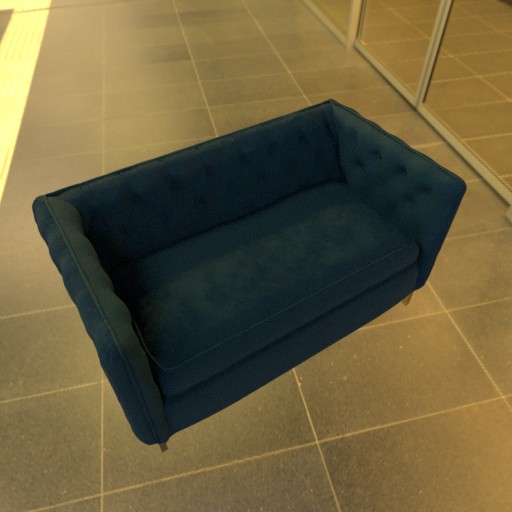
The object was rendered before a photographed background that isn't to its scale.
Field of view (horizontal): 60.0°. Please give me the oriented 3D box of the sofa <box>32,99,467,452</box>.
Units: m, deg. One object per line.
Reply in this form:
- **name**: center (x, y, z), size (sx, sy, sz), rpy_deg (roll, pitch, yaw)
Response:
- **sofa**: center (0.000, 0.000, 2.043), size (1.583, 0.810, 0.909), rpy_deg (-25, 51, -22)
